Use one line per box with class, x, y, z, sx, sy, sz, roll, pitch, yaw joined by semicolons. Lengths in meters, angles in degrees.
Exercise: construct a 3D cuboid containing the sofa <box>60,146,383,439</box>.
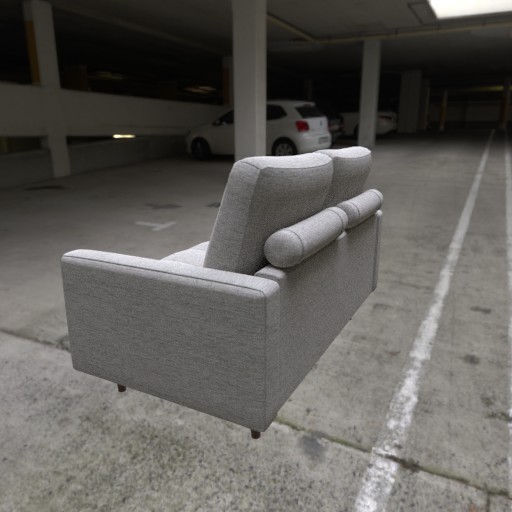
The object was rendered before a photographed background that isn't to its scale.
sofa;0.000;0.000;1.939;0.842;0.907;1.407;8;17;26
